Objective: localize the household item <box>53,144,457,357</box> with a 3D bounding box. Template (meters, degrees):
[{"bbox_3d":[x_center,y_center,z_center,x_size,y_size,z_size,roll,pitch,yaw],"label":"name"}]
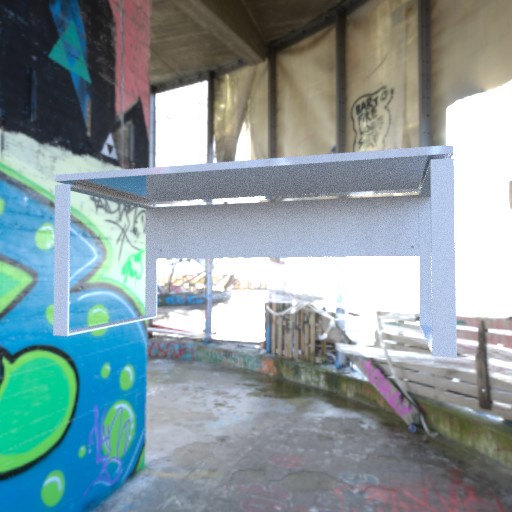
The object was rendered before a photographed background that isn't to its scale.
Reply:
[{"bbox_3d":[0.000,0.000,2.174,1.700,0.745,0.800,-1,-2,17],"label":"household item"}]
